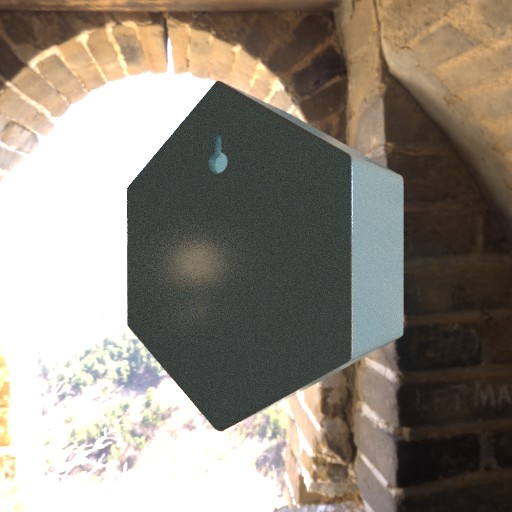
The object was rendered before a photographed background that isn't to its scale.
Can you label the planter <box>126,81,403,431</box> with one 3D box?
[{"bbox_3d":[0.000,0.000,0.291,0.169,0.207,0.078,0,0,36],"label":"planter"}]
